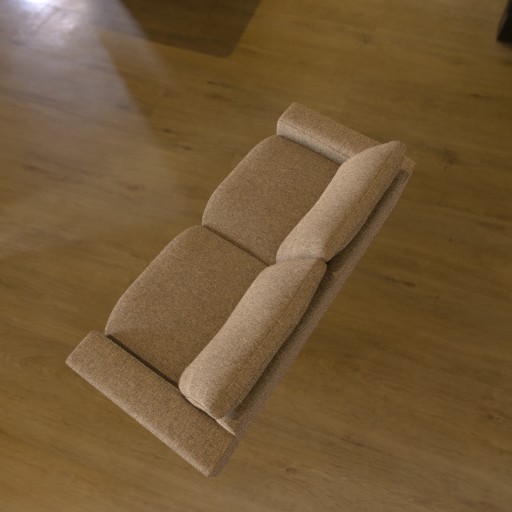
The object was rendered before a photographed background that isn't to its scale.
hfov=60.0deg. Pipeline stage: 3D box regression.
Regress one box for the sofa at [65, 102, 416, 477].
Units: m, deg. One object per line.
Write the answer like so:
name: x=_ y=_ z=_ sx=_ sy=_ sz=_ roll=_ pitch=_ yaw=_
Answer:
sofa: x=0.000 y=0.000 z=2.767 sx=1.040 sy=0.922 sz=2.299 roll=32 pitch=68 yaw=15
